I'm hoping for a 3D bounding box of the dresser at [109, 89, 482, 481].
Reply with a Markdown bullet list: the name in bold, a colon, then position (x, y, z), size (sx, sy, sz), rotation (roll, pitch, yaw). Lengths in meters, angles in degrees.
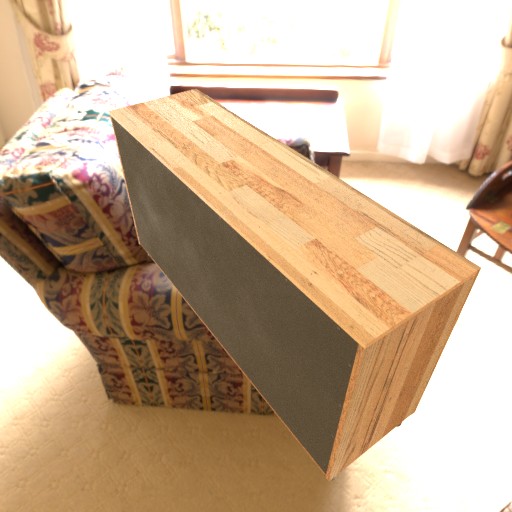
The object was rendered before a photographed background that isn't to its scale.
- **dresser**: position (0.000, 0.000, 1.855), size (0.487, 0.834, 1.547), rotation (-25, 47, -26)
